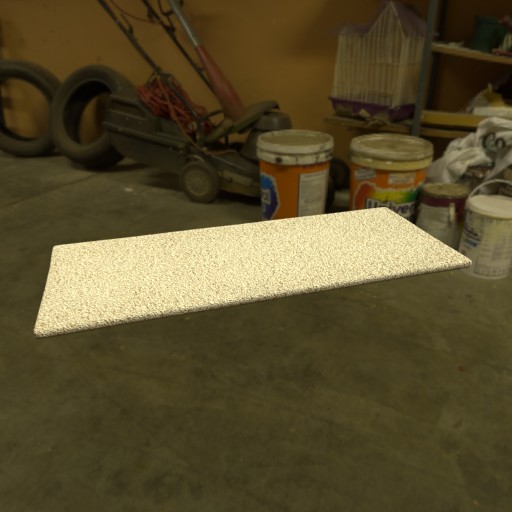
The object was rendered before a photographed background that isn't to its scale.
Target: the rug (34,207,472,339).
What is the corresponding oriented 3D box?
[{"bbox_3d":[0.000,0.000,1.729,1.524,0.030,0.609,-8,28,-15],"label":"rug"}]
